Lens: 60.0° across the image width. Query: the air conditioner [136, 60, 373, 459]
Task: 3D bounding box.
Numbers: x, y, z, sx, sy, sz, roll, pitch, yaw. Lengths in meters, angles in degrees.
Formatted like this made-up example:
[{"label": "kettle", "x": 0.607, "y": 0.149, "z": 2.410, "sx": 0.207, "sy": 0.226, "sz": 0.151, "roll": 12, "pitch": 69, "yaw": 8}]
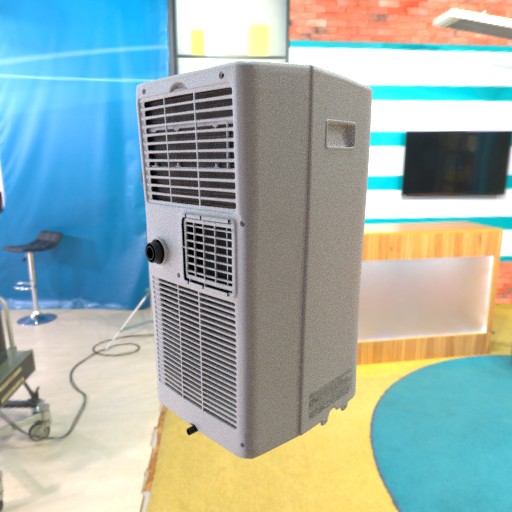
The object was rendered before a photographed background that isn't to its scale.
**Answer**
[{"label": "air conditioner", "x": 0.000, "y": 0.000, "z": 0.812, "sx": 0.349, "sy": 0.606, "sz": 0.304, "roll": -12, "pitch": 17, "yaw": -43}]
